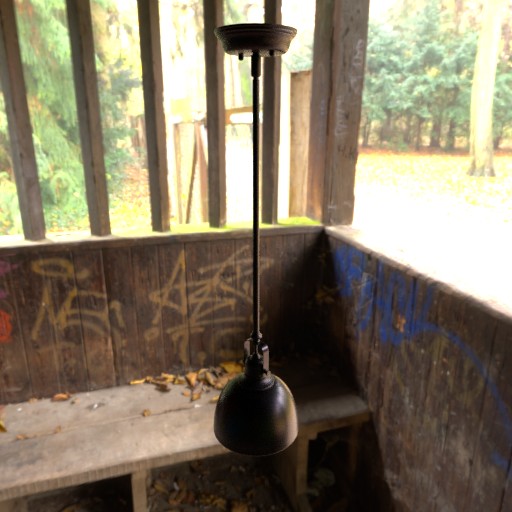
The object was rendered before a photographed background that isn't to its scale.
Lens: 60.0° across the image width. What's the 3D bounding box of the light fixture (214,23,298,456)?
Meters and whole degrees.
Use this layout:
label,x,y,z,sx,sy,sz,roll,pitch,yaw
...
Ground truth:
label,x,y,z,sx,sy,sz,roll,pitch,yaw
light fixture,0.000,0.000,0.838,0.182,0.768,0.182,16,23,41
